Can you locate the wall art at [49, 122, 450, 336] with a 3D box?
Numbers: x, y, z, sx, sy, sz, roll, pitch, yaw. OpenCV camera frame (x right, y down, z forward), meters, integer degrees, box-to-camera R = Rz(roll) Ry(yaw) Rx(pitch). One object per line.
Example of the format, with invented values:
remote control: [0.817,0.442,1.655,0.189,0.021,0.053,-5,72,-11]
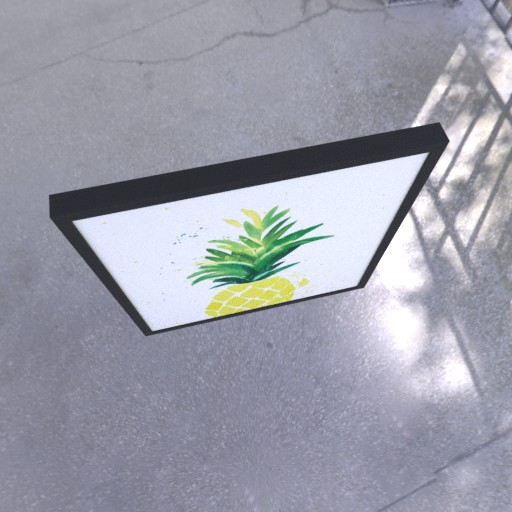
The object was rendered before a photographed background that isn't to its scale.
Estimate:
wall art: [0.000,0.000,0.783,0.508,0.507,0.033,-12,65,-6]
